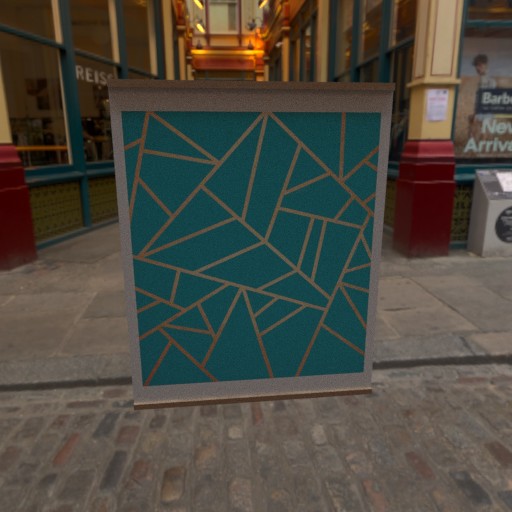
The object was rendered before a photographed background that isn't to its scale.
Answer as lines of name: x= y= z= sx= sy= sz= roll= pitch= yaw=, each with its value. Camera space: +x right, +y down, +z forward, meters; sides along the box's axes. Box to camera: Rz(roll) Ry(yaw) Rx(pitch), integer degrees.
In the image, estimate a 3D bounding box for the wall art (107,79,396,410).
wall art: x=0.000 y=0.000 z=0.690 sx=0.405 sy=0.508 sz=0.012 roll=-2 pitch=15 yaw=-7
